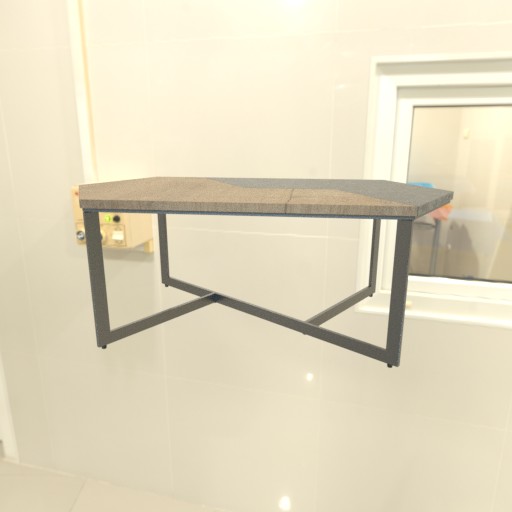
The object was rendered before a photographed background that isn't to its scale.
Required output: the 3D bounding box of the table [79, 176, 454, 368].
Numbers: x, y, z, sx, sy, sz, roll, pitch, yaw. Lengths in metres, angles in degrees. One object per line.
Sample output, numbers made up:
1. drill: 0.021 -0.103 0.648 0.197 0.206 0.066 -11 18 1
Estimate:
1. table: 0.000 0.000 1.495 1.219 0.457 0.609 2 16 7
